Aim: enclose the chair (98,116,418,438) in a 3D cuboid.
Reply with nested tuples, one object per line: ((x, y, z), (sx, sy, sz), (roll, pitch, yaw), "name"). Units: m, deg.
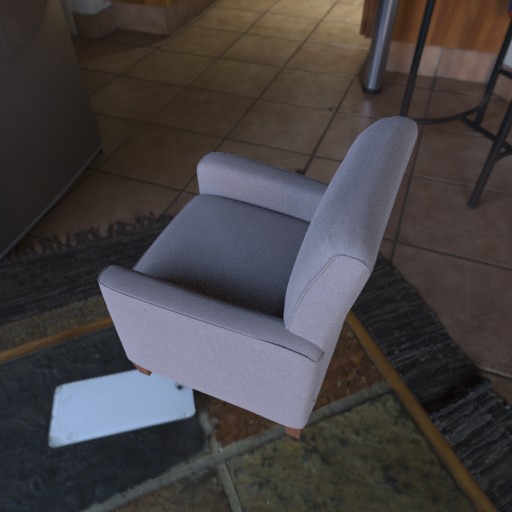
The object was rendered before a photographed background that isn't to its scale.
((0.000, 0.000, 1.652), (0.859, 1.023, 0.845), (17, 49, 16), "chair")
